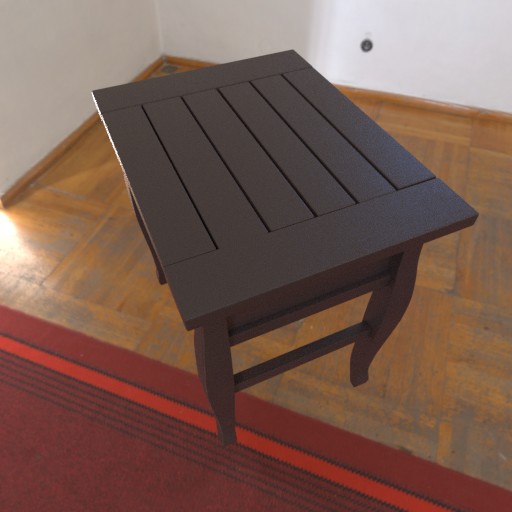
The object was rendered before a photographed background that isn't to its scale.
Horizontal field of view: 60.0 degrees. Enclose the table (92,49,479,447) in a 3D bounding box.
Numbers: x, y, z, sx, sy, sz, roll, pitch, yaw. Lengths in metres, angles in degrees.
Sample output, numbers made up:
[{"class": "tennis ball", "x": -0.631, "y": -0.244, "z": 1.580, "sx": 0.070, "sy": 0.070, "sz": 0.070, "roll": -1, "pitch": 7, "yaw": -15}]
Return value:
[{"class": "table", "x": 0.000, "y": 0.000, "z": 1.004, "sx": 0.460, "sy": 0.605, "sz": 0.602, "roll": -19, "pitch": 51, "yaw": -16}]
